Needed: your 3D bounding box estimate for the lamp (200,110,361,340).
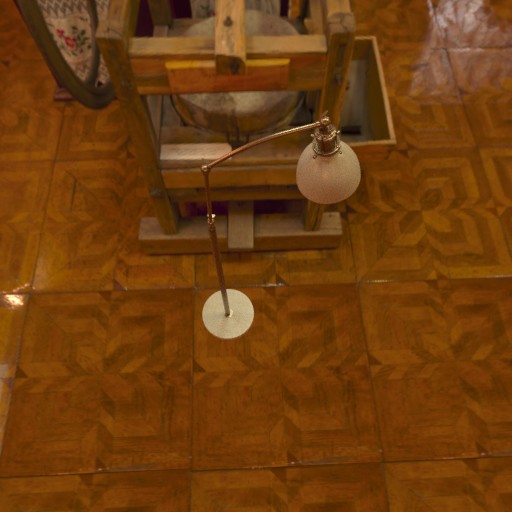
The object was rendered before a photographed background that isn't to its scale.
[{"bbox_3d":[0.000,0.000,1.786,0.599,1.586,0.288,0,65,0],"label":"lamp"}]
